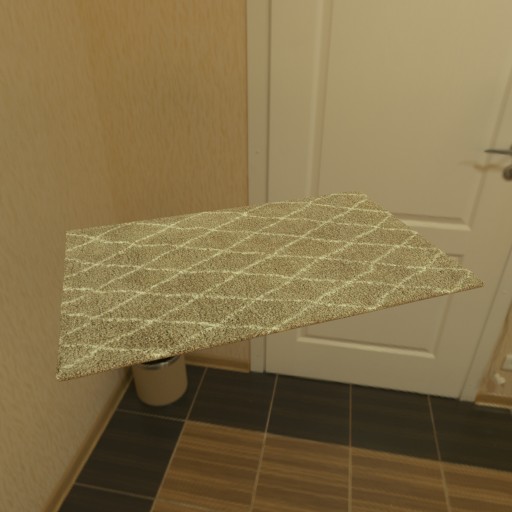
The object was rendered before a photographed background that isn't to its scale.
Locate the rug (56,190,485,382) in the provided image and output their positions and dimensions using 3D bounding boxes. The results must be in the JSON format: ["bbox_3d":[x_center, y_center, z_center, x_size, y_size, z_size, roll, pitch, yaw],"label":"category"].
[{"bbox_3d":[0.000,0.000,2.975,2.438,0.030,1.524,-10,33,-16],"label":"rug"}]
